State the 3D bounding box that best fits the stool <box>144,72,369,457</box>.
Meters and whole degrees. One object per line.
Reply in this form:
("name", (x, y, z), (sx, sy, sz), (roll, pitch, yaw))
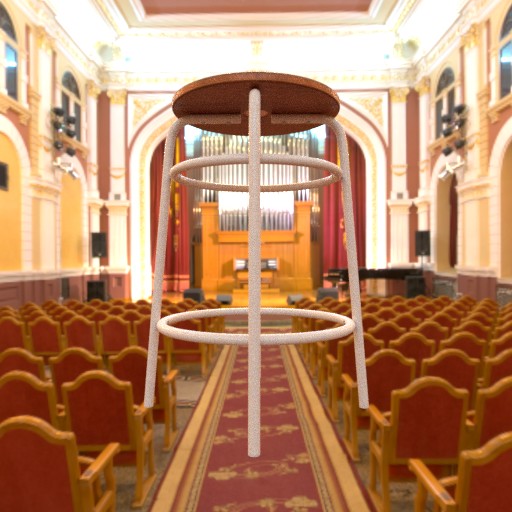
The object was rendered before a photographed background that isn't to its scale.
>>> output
("stool", (0.000, 0.000, 0.898), (0.455, 0.610, 0.455), (0, 0, 1))
